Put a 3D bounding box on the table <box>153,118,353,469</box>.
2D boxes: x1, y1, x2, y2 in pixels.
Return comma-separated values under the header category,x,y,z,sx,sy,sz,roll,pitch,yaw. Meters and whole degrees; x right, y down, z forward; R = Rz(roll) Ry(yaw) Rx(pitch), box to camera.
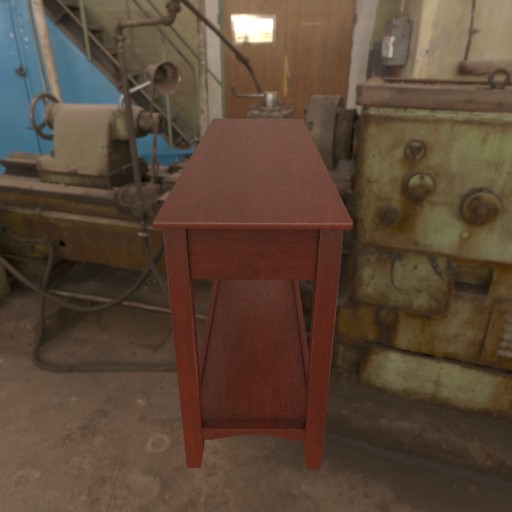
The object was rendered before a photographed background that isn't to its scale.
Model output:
category,x,y,z,sx,sy,sz,roll,pitch,yaw
table,0.000,0.000,1.554,0.392,0.739,1.188,0,27,1
